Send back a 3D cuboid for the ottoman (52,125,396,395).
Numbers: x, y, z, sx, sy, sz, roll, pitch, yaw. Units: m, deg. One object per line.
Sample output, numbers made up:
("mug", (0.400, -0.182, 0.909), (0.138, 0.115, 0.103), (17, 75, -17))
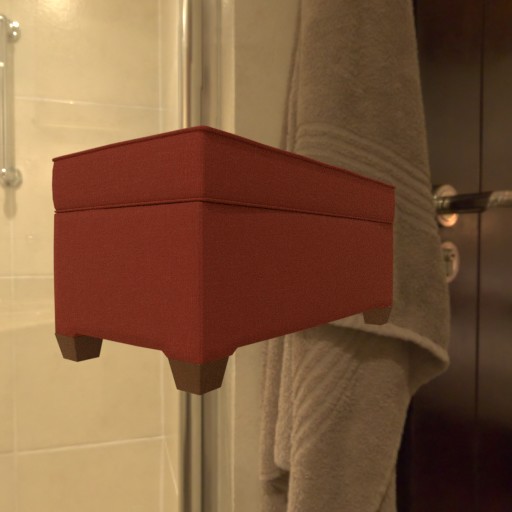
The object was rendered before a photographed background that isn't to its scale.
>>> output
("ottoman", (0.000, 0.000, 1.227), (0.497, 0.454, 0.948), (1, 1, 36))
